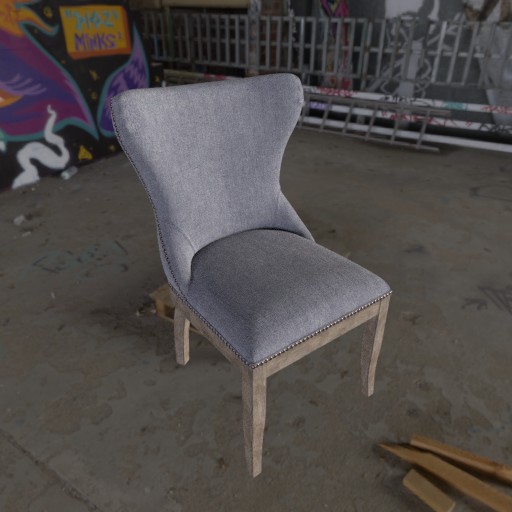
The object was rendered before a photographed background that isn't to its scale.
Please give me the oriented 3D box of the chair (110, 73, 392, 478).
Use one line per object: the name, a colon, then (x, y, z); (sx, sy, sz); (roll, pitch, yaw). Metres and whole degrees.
chair: (0.000, 0.000, 1.414); (0.654, 1.002, 0.681); (-21, 36, -32)
